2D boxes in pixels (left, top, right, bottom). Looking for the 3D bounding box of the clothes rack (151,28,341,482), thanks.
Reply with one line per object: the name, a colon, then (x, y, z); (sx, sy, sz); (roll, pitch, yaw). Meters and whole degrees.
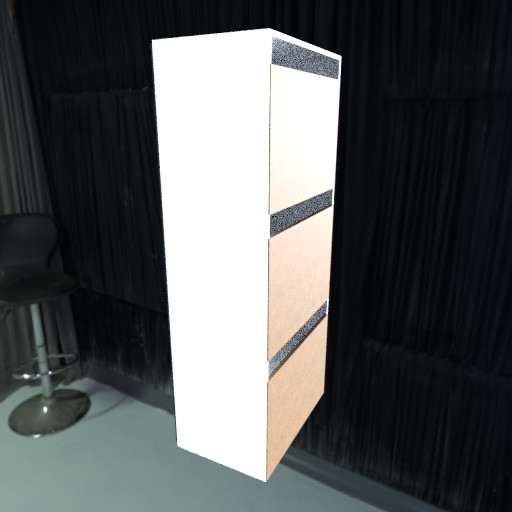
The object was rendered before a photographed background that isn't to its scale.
clothes rack: (0.000, 0.000, 1.392); (0.330, 1.187, 0.500); (9, 19, 26)
